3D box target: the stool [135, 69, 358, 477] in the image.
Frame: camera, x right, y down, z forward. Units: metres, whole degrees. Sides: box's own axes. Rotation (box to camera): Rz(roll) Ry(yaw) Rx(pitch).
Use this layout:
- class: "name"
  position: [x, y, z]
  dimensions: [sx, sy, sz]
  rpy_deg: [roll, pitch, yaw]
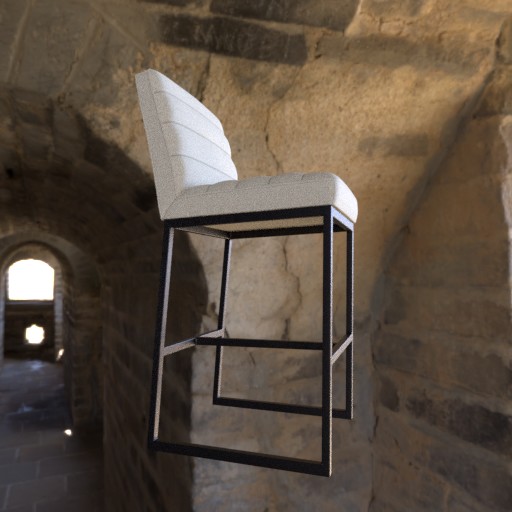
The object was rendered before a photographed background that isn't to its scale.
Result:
- class: "stool"
  position: [0.000, 0.000, 1.327]
  dimensions: [0.560, 1.040, 0.460]
  rpy_deg: [-1, -2, 19]
